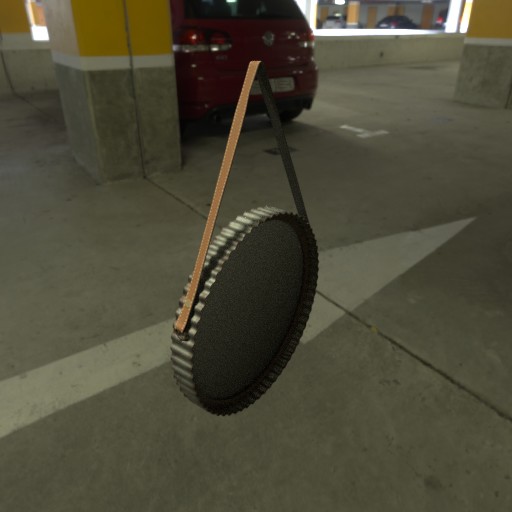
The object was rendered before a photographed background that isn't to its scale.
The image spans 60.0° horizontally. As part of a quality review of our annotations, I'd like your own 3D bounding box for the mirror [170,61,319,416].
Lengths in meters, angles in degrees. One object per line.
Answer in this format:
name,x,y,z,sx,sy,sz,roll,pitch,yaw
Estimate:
mirror,0.000,0.000,0.703,0.042,0.568,0.355,19,33,32
